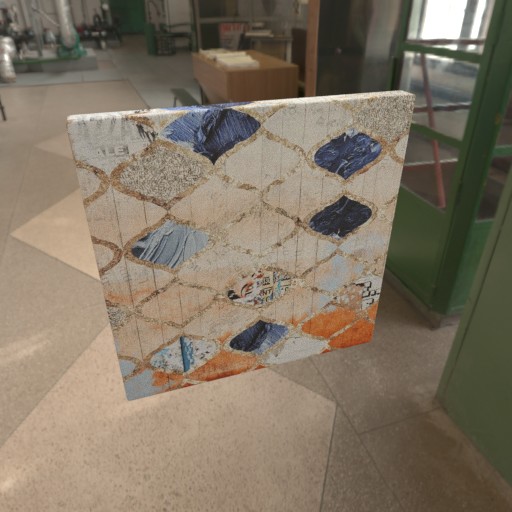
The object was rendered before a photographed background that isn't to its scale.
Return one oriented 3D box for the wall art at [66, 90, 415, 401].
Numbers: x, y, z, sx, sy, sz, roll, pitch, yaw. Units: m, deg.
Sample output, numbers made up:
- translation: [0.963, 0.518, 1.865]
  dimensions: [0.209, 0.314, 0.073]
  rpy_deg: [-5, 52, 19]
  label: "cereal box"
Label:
- translation: [0.000, 0.000, 0.761]
  dimensions: [0.507, 0.508, 0.038]
  rpy_deg: [-10, 33, -16]
  label: "wall art"
